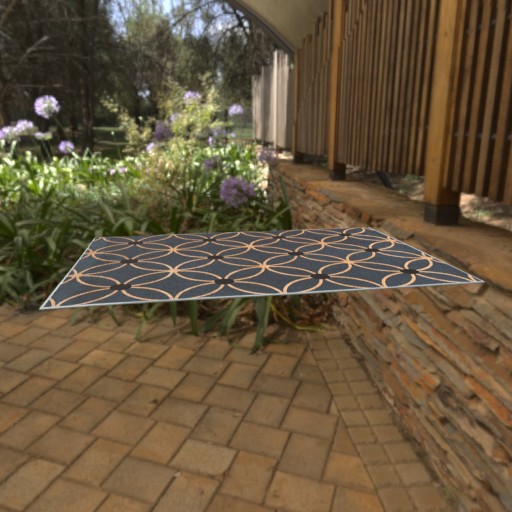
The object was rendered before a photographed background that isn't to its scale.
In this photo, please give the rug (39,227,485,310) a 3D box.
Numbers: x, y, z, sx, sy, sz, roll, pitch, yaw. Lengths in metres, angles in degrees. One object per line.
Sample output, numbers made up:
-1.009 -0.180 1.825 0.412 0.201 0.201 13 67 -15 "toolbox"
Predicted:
0.000 0.000 2.937 2.284 0.008 1.522 -3 15 -10 "rug"
